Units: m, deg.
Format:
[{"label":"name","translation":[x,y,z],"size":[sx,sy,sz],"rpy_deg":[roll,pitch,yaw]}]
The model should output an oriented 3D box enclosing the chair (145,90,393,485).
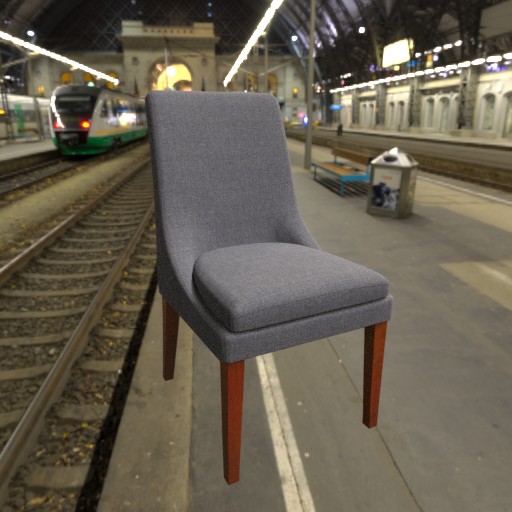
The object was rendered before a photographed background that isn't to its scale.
[{"label":"chair","translation":[0.000,0.000,1.328],"size":[0.508,0.952,0.655],"rpy_deg":[-9,19,-26]}]
